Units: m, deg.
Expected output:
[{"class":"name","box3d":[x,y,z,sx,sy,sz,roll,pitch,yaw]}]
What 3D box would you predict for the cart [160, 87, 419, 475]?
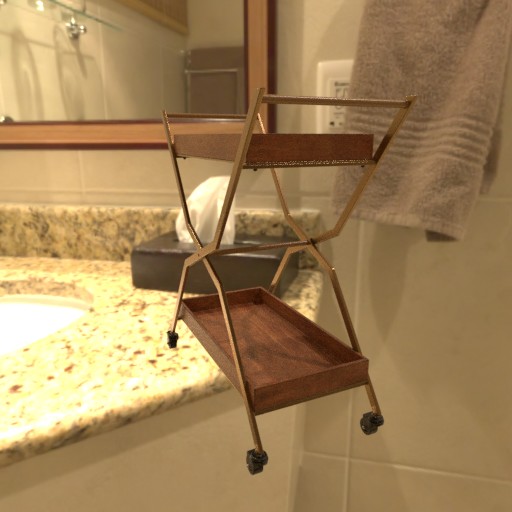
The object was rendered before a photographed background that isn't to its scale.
[{"class":"cart","box3d":[0.000,0.000,1.345,0.405,0.869,0.836,-7,17,-24]}]
